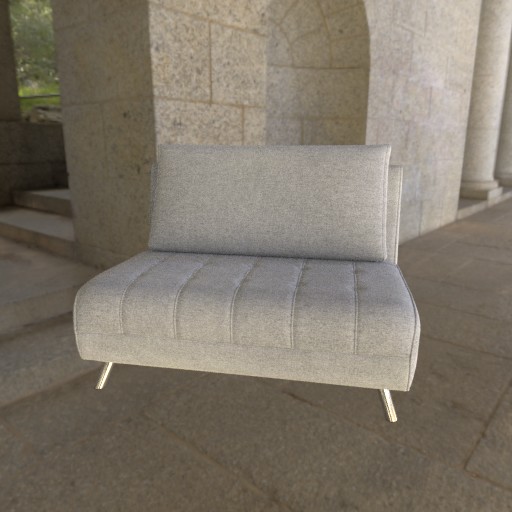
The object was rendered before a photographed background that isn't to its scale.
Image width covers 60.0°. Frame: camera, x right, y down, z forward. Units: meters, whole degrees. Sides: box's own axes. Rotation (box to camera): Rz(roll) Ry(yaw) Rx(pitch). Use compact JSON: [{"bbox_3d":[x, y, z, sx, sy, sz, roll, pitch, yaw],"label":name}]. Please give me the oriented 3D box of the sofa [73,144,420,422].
[{"bbox_3d":[0.000,0.000,1.865,1.220,0.910,0.910,3,15,10],"label":"sofa"}]
